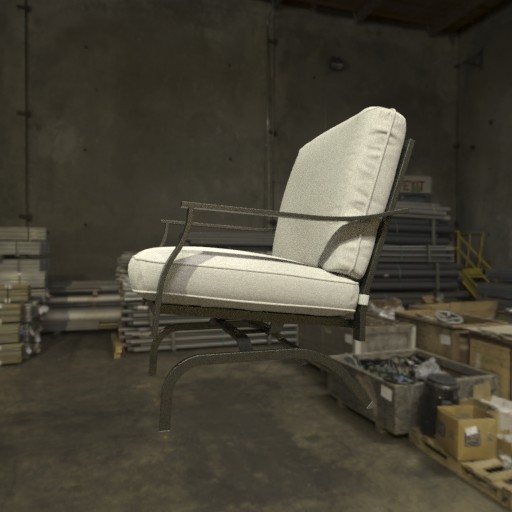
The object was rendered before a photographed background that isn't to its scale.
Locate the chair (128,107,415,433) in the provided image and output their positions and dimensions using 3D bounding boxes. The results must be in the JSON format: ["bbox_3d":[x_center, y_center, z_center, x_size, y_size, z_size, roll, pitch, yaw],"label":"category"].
[{"bbox_3d":[0.000,0.000,1.422,0.787,0.860,0.650,0,1,-17],"label":"chair"}]
